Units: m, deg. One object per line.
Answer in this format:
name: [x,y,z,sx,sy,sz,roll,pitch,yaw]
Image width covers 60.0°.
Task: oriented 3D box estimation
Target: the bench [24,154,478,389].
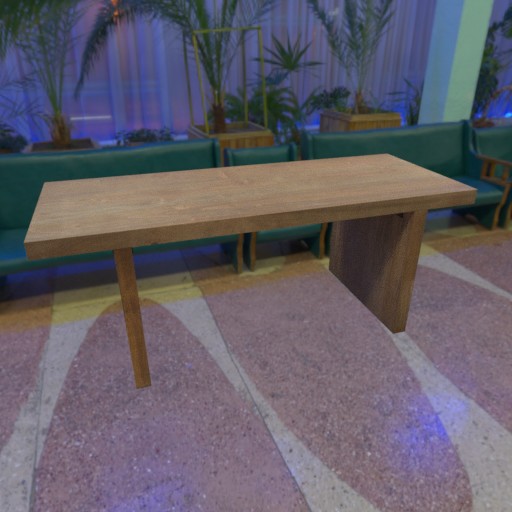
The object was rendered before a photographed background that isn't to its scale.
bench: [0.000,0.000,1.398,1.183,0.458,0.458,-8,27,-16]
